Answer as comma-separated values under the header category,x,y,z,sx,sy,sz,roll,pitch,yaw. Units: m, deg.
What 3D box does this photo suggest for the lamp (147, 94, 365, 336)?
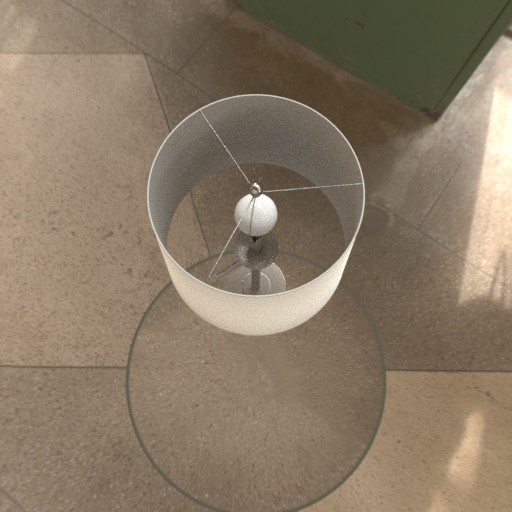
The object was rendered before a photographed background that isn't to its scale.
category,x,y,z,sx,sy,sz,roll,pitch,yaw
lamp,0.000,0.000,0.899,0.333,0.696,0.333,0,75,0
